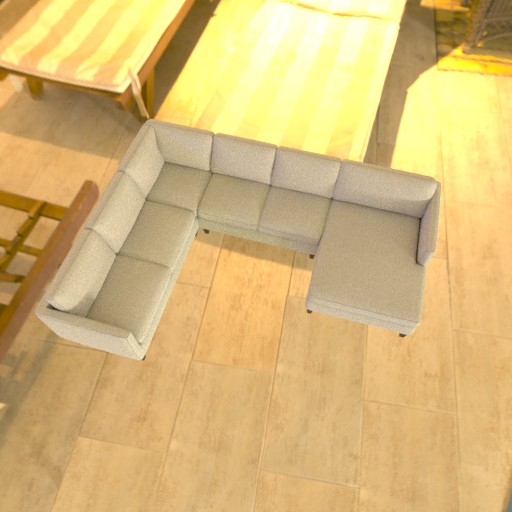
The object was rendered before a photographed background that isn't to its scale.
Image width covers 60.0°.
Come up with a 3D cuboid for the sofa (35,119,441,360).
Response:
[{"bbox_3d":[0.000,0.000,4.498,3.403,0.889,2.551,14,60,8],"label":"sofa"}]
